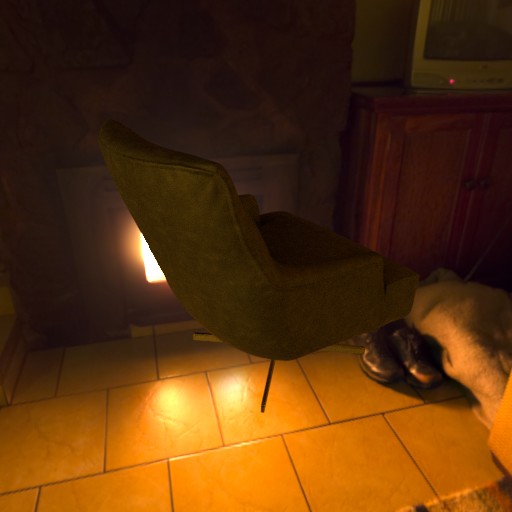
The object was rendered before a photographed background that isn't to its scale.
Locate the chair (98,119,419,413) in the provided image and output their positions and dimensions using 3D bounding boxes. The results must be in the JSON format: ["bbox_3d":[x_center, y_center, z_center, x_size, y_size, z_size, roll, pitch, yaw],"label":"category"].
[{"bbox_3d":[0.000,0.000,1.497,0.874,0.870,0.738,-17,31,-31],"label":"chair"}]
